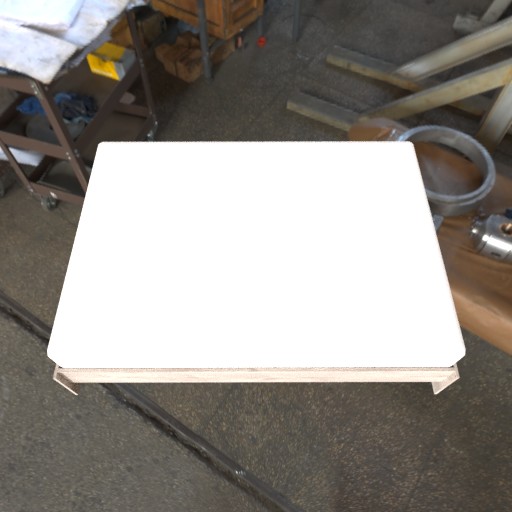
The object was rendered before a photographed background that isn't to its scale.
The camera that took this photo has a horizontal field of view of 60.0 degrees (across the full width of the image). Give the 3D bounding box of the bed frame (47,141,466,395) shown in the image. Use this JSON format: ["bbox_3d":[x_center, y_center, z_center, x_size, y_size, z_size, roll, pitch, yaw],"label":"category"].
[{"bbox_3d":[0.000,0.000,2.551,1.945,0.497,1.445,0,59,0],"label":"bed frame"}]
